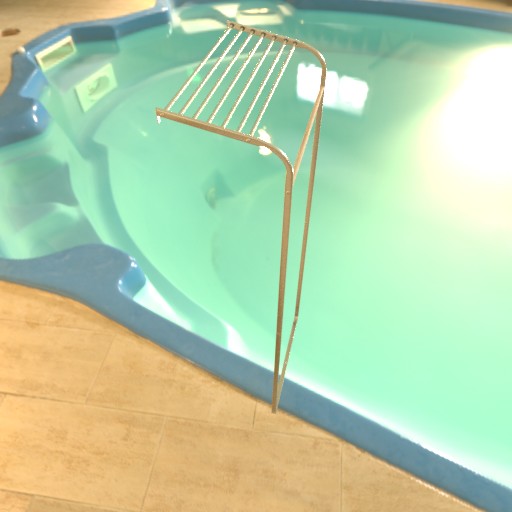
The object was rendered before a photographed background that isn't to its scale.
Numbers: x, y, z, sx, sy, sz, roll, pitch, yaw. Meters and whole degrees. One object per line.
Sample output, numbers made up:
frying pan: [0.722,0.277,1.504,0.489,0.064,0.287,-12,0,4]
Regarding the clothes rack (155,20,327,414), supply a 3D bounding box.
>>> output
clothes rack: [0.000,0.000,1.815,0.349,1.574,0.609,11,48,10]
